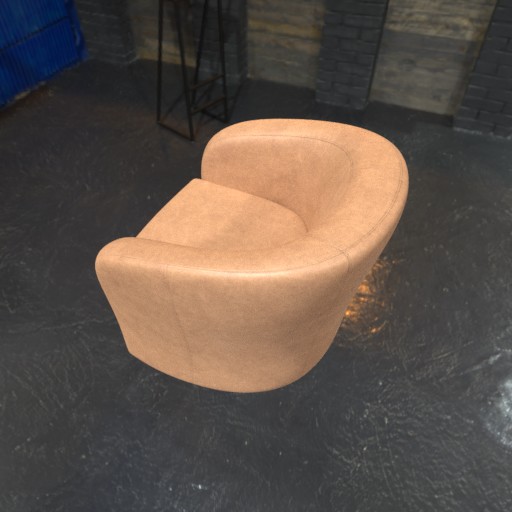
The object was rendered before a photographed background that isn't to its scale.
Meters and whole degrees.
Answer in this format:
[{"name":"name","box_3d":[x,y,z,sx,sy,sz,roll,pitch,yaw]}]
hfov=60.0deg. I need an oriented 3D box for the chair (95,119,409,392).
[{"name":"chair","box_3d":[0.000,0.000,1.476,0.815,0.771,0.791,18,48,17]}]
